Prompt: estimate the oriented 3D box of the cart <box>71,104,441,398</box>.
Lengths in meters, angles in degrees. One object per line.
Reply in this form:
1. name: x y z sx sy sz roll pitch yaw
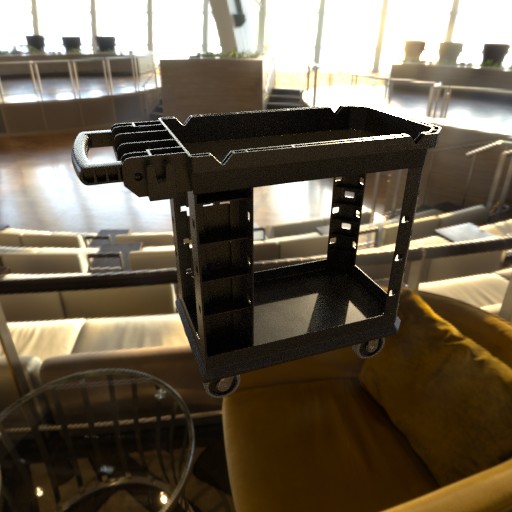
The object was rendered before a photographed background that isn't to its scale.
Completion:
1. cart: 0.000 0.000 1.551 1.061 0.884 0.497 -10 30 -17
